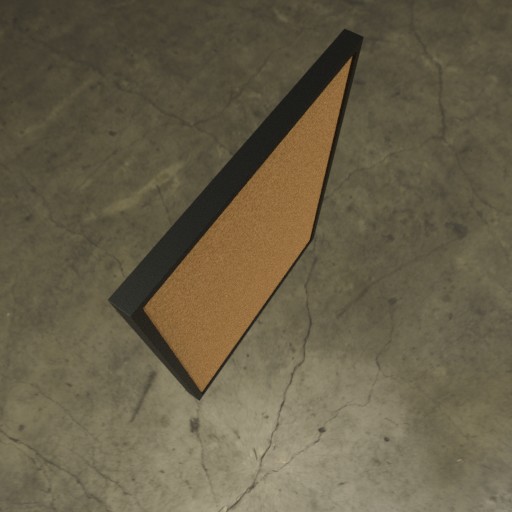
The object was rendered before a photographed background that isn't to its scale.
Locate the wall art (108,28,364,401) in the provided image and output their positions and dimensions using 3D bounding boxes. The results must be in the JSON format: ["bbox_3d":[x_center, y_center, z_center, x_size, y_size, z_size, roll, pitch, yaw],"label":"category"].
[{"bbox_3d":[0.000,0.000,0.748,0.029,0.559,0.457,31,68,14],"label":"wall art"}]
